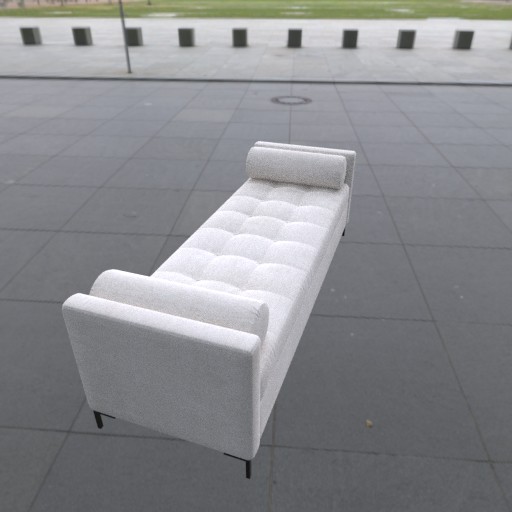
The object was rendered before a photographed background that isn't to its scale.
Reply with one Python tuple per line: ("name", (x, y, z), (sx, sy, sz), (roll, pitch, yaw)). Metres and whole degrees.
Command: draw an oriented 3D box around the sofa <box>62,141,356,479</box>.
("sofa", (0.000, 0.000, 2.320), (0.686, 0.635, 1.981), (10, 32, 17))
